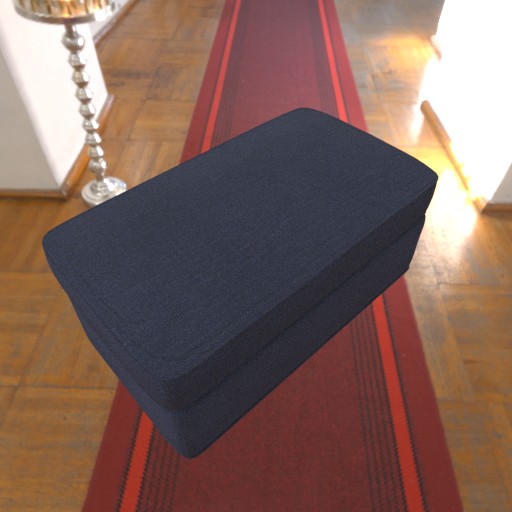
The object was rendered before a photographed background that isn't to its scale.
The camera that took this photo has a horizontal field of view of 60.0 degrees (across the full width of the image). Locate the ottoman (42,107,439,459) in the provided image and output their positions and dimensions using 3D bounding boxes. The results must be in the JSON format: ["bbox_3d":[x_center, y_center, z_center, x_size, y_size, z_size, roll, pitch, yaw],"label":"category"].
[{"bbox_3d":[0.000,0.000,1.191,0.895,0.453,0.505,-34,56,-28],"label":"ottoman"}]
